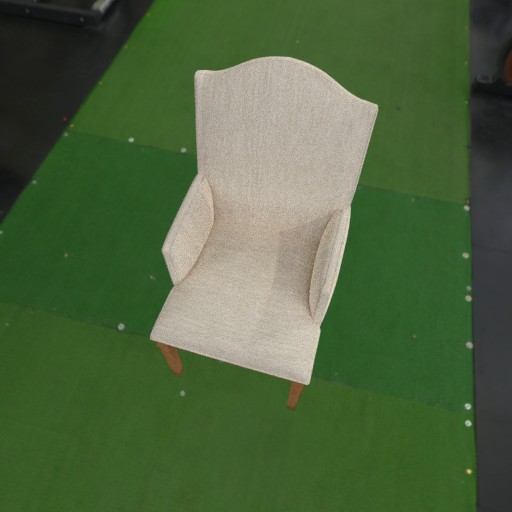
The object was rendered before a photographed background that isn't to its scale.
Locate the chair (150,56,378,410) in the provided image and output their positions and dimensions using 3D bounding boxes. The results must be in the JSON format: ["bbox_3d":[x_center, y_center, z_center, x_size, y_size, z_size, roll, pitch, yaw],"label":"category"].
[{"bbox_3d":[0.000,0.000,1.426,0.533,1.016,0.641,14,60,8],"label":"chair"}]
